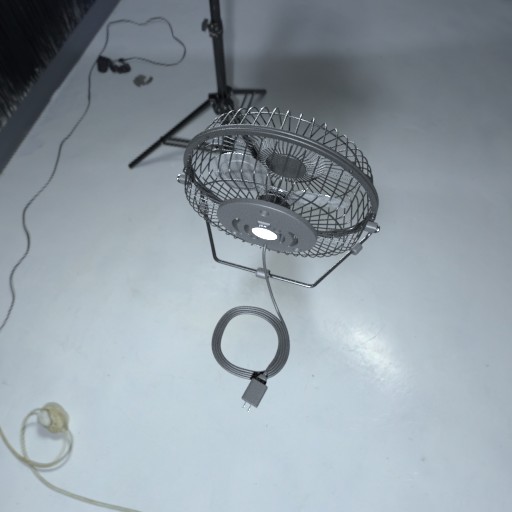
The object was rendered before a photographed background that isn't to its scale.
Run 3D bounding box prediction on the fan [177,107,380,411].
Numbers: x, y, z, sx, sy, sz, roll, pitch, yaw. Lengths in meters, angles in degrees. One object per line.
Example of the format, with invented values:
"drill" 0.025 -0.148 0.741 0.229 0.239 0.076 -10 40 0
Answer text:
"fan" 0.000 0.000 0.385 0.209 0.188 0.227 15 64 8
